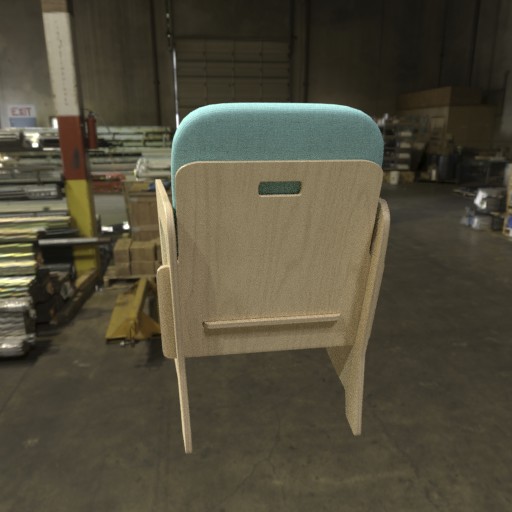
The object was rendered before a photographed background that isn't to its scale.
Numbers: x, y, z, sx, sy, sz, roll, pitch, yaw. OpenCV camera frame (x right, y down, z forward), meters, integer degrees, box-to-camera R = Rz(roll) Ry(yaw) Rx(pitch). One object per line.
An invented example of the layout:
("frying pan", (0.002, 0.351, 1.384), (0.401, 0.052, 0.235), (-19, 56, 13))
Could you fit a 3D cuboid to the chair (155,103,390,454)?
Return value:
("chair", (0.000, 0.000, 1.275), (0.590, 0.800, 0.710), (-2, 16, -8))
